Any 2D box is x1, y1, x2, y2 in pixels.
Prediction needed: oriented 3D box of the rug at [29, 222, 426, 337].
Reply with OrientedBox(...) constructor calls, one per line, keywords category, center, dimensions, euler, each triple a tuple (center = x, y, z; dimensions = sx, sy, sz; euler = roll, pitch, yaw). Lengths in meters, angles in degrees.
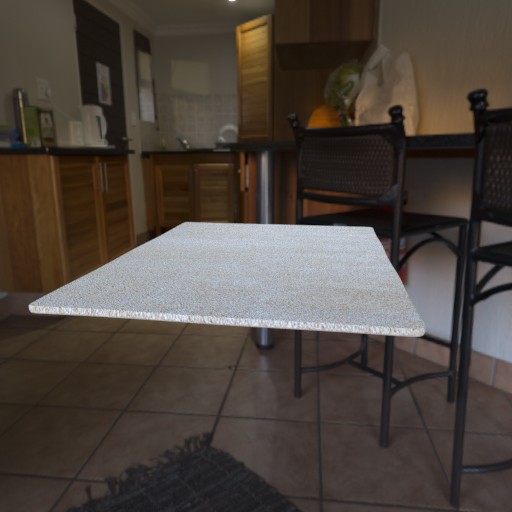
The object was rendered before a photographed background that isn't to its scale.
OrientedBox(category="rug", center=(0.000, 0.000, 2.058), dimensions=(1.199, 0.025, 1.600), euler=(2, 14, 9))
